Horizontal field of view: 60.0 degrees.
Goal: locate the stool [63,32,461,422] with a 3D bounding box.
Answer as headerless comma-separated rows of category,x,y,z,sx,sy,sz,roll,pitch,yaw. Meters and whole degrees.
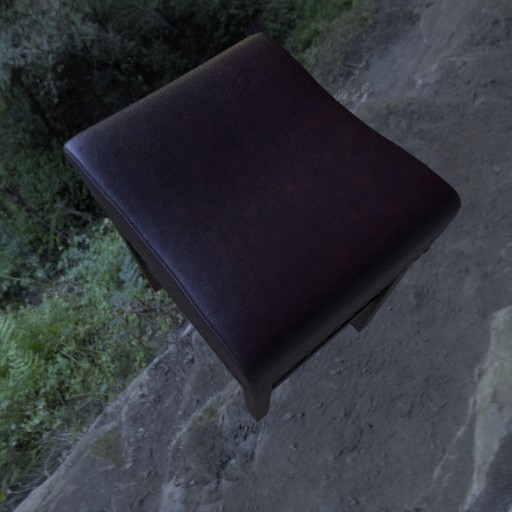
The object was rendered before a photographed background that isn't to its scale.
stool,0.000,0.000,0.907,0.397,0.608,0.465,-37,70,-16
